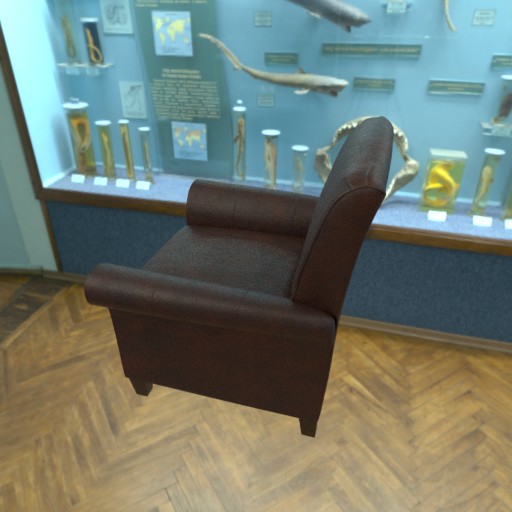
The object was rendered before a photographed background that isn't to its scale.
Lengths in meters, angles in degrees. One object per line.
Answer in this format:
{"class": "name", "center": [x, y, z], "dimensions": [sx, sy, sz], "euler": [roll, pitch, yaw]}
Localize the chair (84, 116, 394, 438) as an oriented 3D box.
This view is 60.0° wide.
{"class": "chair", "center": [0.000, 0.000, 1.755], "dimensions": [0.902, 1.061, 0.978], "euler": [8, 31, 14]}
